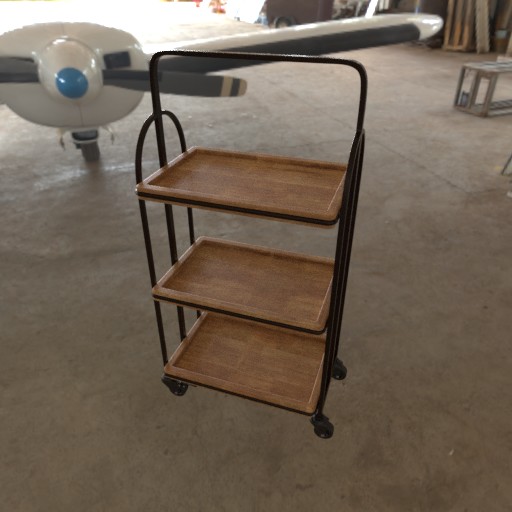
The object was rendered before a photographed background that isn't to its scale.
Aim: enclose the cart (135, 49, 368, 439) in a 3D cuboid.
[{"bbox_3d":[0.000,0.000,1.196,0.553,1.001,0.327,10,34,16],"label":"cart"}]
